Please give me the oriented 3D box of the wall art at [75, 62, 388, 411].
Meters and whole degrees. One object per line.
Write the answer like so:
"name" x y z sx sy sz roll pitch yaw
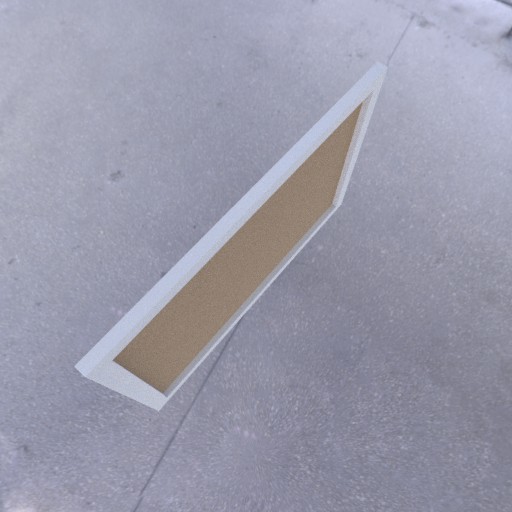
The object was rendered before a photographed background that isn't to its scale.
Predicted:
"wall art" 0.000 0.000 1.455 0.038 0.767 1.144 38 71 15
